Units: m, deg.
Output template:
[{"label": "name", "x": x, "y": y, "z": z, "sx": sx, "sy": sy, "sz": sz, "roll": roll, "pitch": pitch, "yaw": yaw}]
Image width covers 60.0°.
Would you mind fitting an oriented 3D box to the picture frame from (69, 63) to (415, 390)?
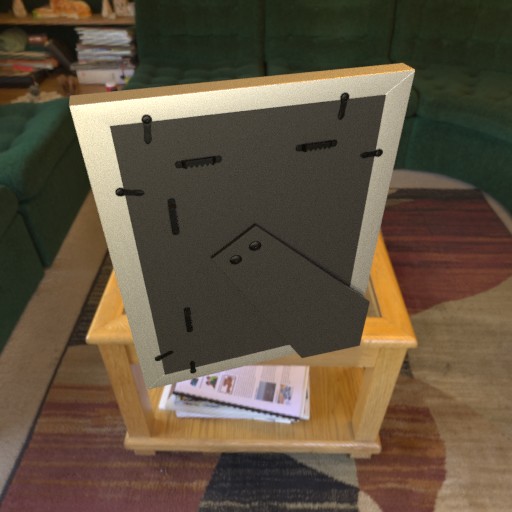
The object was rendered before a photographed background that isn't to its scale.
[{"label": "picture frame", "x": 0.000, "y": 0.000, "z": 0.506, "sx": 0.307, "sy": 0.386, "sz": 0.036, "roll": -11, "pitch": 41, "yaw": -13}]
